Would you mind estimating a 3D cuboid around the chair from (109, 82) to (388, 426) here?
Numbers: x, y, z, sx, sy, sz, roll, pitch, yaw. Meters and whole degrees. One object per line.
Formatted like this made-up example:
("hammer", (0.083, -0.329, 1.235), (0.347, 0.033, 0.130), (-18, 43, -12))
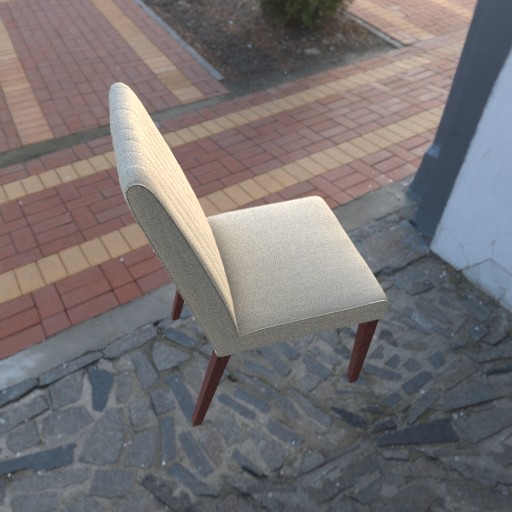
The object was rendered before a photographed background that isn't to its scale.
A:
("chair", (0.000, 0.000, 1.229), (0.594, 0.900, 0.480), (-12, 46, -12))
